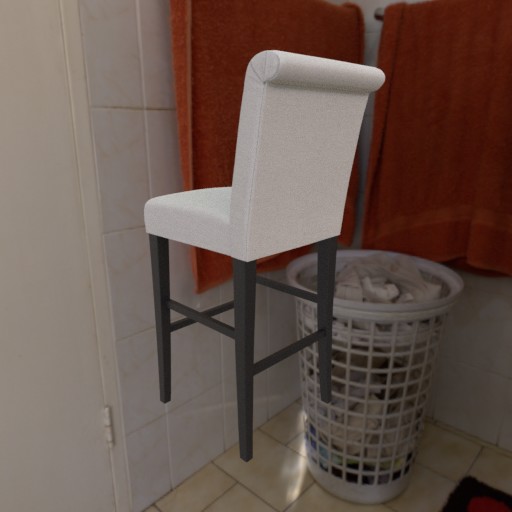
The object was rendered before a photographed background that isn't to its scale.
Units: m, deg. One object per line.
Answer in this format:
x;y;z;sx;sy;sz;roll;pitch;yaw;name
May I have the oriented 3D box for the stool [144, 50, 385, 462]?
0.000;0.000;1.434;0.597;1.124;0.452;16;22;42;stool
